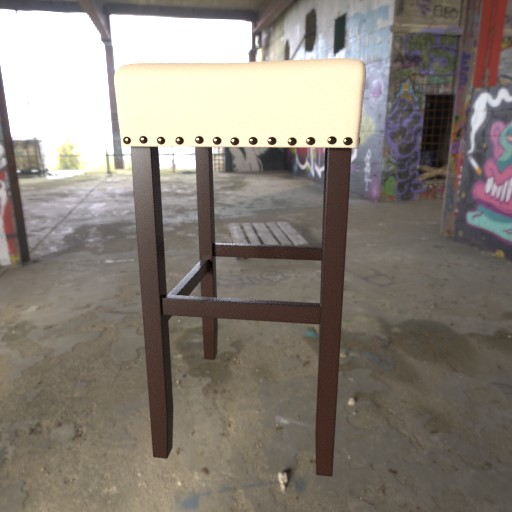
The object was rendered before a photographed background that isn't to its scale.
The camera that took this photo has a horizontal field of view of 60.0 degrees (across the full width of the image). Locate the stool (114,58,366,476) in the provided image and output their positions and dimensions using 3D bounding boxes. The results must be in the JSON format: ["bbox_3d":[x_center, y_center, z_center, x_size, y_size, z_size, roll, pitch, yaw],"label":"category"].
[{"bbox_3d":[0.000,0.000,0.999,0.401,0.762,0.471,2,16,8],"label":"stool"}]
